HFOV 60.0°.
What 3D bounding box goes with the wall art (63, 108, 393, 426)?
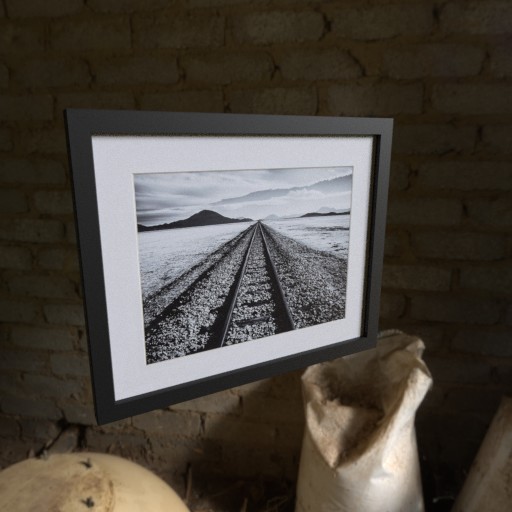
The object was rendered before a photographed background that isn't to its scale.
[{"bbox_3d":[0.000,0.000,0.753,0.559,0.458,0.029,-8,16,-27],"label":"wall art"}]
